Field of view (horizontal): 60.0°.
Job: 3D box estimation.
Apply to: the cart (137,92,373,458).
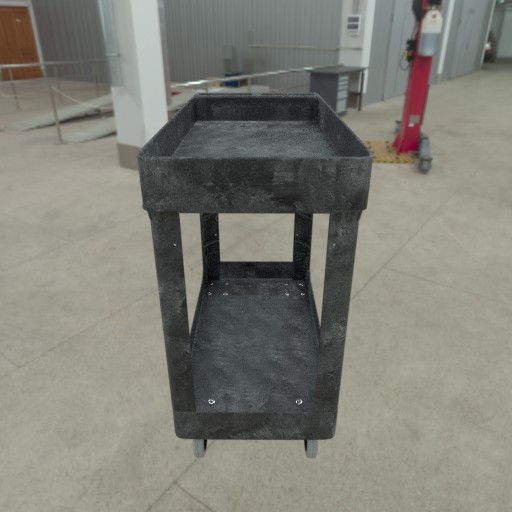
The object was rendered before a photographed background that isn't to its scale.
[{"bbox_3d":[0.000,0.000,1.330,0.420,0.824,0.877,0,27,0],"label":"cart"}]
